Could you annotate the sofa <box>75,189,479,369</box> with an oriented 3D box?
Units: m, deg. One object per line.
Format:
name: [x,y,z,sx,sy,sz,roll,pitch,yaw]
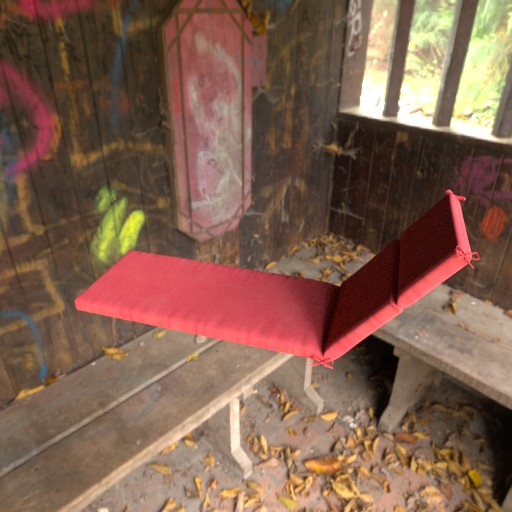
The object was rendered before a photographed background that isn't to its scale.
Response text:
sofa: [0.000,0.000,1.977,1.663,0.622,0.582,9,31,15]
